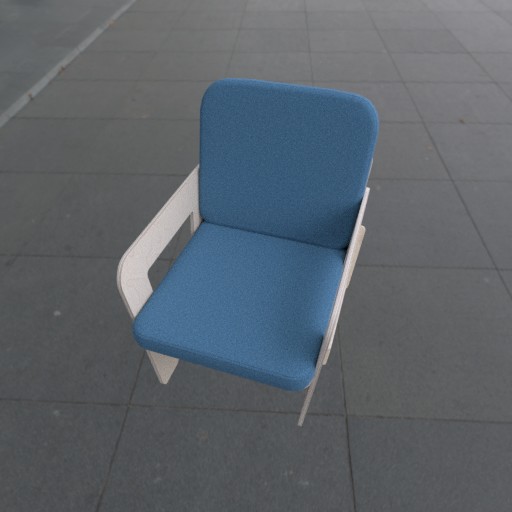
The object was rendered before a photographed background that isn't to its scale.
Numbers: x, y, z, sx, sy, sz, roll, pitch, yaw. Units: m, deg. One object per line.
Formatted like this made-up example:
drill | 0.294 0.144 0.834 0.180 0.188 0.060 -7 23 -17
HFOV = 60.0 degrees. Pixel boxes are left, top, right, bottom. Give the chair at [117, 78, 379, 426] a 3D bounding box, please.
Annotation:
chair | 0.000 0.000 1.237 0.547 0.747 0.657 12 43 13
